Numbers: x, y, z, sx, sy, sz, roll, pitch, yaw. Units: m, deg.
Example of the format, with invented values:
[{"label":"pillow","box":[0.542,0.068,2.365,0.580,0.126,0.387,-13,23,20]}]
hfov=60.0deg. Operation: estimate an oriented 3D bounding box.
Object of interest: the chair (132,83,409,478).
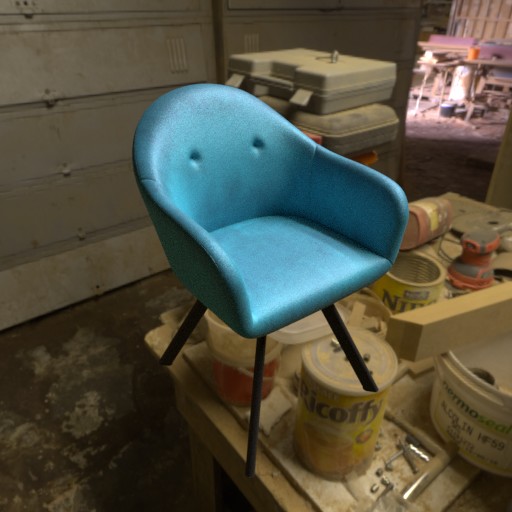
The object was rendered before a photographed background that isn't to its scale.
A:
[{"label":"chair","box":[0.000,0.000,1.152,0.540,0.780,0.570,-20,36,-31]}]
